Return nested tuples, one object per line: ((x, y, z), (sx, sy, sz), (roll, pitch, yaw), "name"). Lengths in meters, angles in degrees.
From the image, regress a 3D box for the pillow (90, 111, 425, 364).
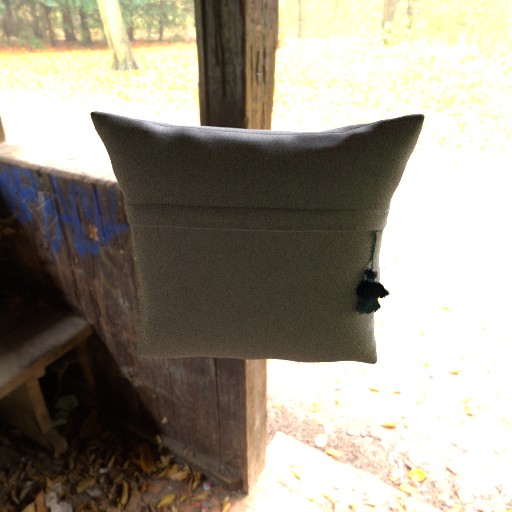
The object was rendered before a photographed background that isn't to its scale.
((0.000, 0.000, 0.686), (0.433, 0.436, 0.173), (1, 29, 2), "pillow")
